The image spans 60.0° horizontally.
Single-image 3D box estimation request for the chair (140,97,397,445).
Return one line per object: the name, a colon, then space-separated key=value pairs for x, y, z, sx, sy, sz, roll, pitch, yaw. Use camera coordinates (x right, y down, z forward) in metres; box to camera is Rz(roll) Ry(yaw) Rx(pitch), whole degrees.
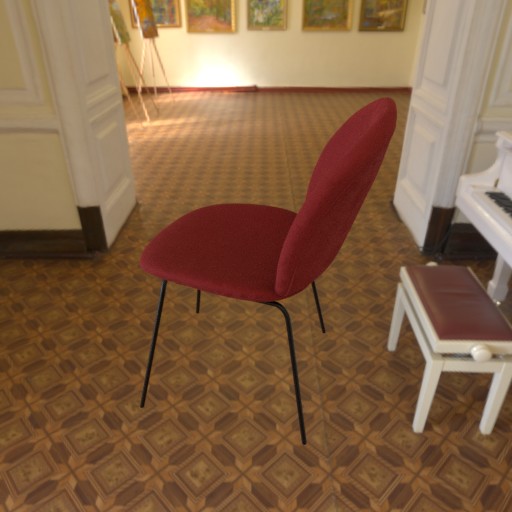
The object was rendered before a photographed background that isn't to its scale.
chair: x=0.000 y=0.000 z=1.145 sx=0.587 sy=0.791 sz=0.458 roll=7 pitch=31 yaw=12
